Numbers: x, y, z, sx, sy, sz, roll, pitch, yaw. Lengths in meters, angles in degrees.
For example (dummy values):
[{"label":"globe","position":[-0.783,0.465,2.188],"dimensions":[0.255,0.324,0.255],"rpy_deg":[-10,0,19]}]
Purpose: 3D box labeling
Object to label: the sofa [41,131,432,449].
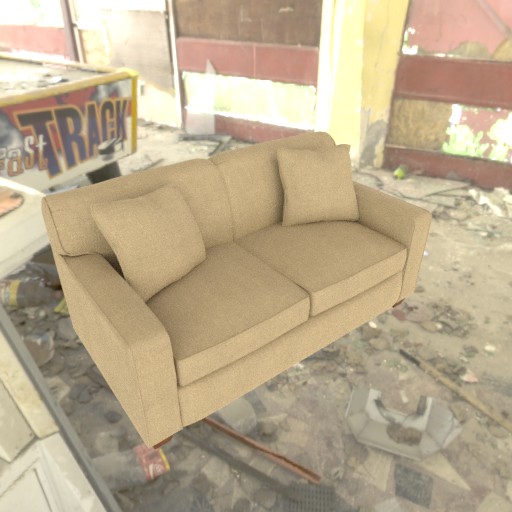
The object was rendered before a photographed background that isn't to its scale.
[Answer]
[{"label":"sofa","position":[0.000,0.000,2.435],"dimensions":[1.846,0.958,0.998],"rpy_deg":[-22,38,-31]}]
